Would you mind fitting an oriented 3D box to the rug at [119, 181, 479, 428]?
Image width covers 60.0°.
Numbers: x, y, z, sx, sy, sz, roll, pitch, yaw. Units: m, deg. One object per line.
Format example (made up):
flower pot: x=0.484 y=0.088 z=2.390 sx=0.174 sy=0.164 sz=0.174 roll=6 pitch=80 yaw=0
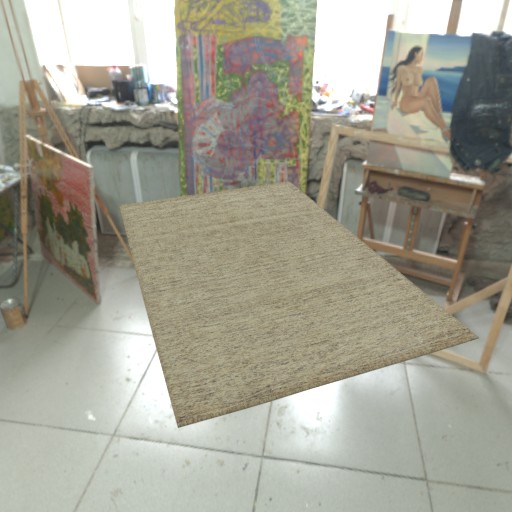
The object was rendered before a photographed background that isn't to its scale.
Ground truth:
rug: x=0.000 y=0.000 z=2.312 sx=1.211 sy=0.018 sz=1.822 roll=-11 pitch=32 yaw=-18
